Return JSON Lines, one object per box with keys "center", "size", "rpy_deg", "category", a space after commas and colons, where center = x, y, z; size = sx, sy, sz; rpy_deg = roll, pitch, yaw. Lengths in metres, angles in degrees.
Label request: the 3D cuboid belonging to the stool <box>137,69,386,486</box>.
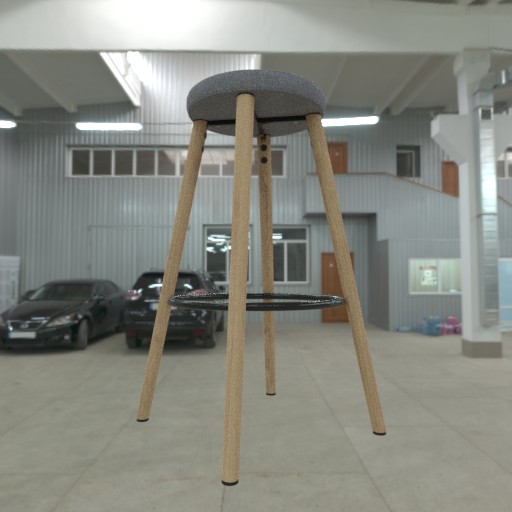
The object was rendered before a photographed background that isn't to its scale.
{"center": [0.000, 0.000, 1.015], "size": [0.410, 0.770, 0.410], "rpy_deg": [2, -3, -36], "category": "stool"}
